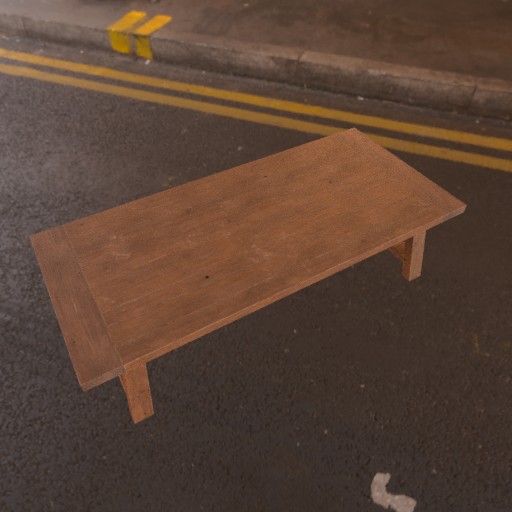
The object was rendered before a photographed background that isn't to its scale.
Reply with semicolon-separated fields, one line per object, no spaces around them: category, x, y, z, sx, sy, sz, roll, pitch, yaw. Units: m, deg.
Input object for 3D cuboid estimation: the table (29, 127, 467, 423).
table;0.000;0.000;2.161;1.800;0.465;0.820;-23;50;-21
